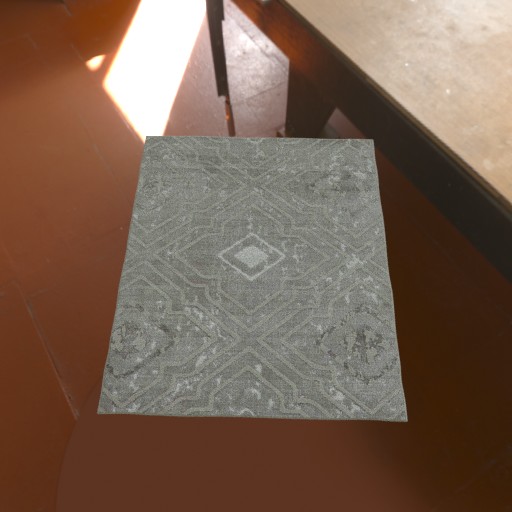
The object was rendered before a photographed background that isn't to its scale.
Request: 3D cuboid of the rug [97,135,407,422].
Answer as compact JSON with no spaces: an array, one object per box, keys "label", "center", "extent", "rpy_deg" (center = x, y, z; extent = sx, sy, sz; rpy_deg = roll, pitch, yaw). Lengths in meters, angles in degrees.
[{"label":"rug","center":[0.000,0.000,0.922],"extent":[0.548,0.006,0.639],"rpy_deg":[1,63,1]}]
